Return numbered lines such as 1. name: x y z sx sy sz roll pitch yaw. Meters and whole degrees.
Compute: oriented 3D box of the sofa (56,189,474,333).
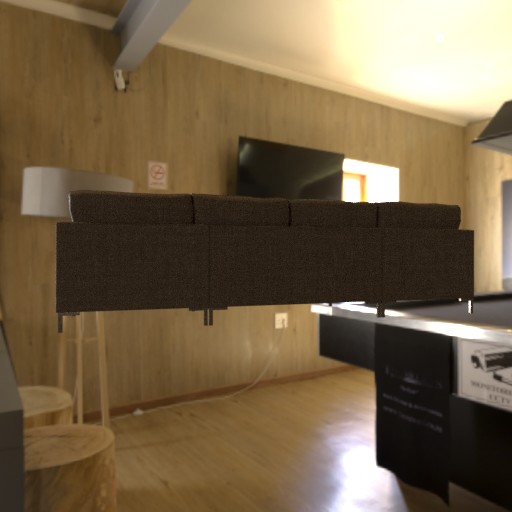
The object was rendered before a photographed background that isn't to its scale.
1. sofa: 0.000 0.000 4.346 3.423 0.999 2.048 0 0 -17
